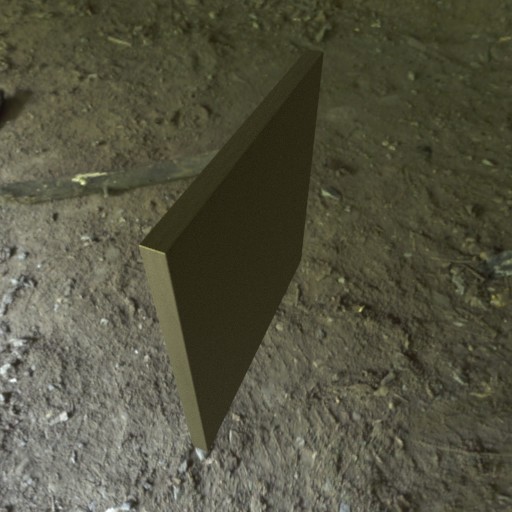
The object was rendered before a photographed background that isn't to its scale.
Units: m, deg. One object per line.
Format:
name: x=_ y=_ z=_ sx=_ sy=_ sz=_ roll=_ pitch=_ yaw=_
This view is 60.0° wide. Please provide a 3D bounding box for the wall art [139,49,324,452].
wall art: x=0.000 y=0.000 z=0.761 sx=0.031 sy=0.506 sz=0.503 roll=17 pitch=49 yaw=16
